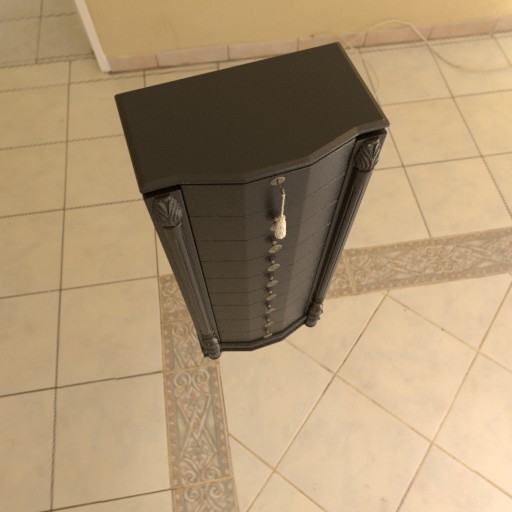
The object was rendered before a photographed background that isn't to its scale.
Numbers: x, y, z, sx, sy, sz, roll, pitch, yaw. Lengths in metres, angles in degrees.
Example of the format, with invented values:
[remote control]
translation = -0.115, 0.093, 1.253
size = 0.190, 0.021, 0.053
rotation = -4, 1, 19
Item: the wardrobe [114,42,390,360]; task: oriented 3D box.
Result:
[wardrobe]
translation = 0.000, 0.000, 1.190
size = 0.444, 1.011, 0.295
rotation = -17, 65, -8
